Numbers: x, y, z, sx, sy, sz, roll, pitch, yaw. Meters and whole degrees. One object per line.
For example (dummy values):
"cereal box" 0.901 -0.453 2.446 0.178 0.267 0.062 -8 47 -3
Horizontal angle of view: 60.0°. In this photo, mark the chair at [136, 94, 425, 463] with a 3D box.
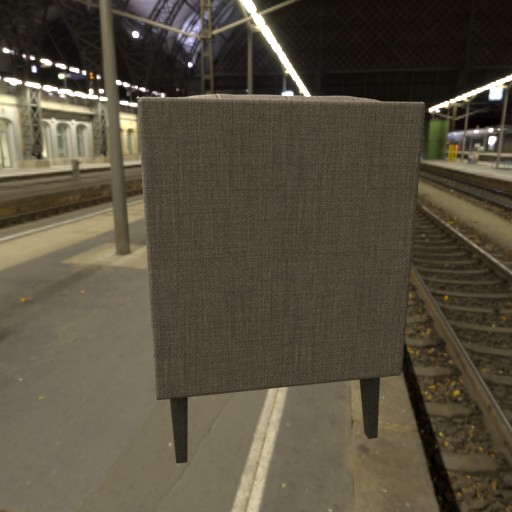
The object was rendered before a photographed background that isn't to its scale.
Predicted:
"chair" 0.000 0.000 1.400 0.655 0.891 0.771 -3 14 -10
